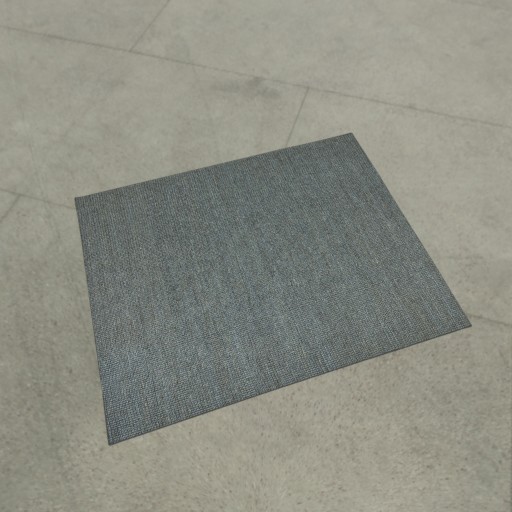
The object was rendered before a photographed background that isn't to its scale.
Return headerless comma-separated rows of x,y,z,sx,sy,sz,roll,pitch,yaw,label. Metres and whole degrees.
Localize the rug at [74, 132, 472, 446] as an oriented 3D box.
0.000,0.000,4.111,3.068,0.021,2.456,-15,59,-9,rug
